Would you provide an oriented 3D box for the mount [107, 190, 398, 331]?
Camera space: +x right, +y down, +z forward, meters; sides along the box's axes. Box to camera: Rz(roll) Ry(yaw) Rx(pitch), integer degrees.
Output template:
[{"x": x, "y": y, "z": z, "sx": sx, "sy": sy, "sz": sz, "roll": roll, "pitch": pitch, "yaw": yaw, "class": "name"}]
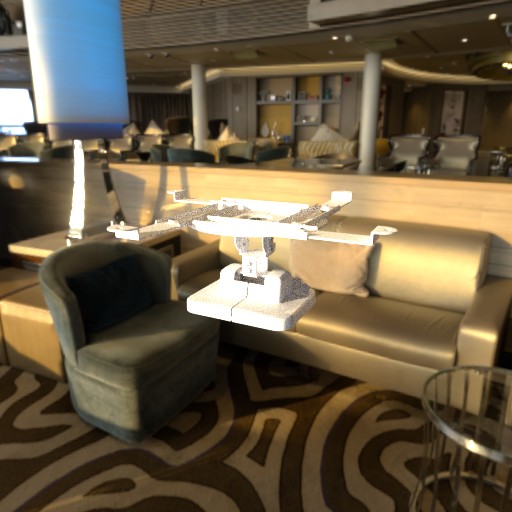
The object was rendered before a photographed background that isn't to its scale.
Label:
[{"x": 0.000, "y": 0.000, "z": 0.619, "sx": 0.394, "sy": 0.141, "sz": 0.394, "roll": 8, "pitch": 18, "yaw": 25, "class": "mount"}]
